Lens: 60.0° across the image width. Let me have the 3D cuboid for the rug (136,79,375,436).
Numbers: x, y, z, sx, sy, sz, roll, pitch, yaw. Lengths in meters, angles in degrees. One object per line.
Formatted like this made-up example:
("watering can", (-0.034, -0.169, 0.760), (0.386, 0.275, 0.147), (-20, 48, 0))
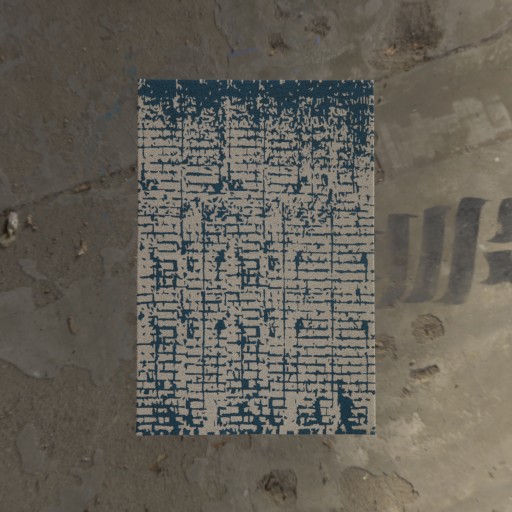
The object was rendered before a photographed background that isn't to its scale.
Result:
("rug", (0.000, 0.000, 2.278), (1.220, 0.007, 1.828), (0, 89, -1))
